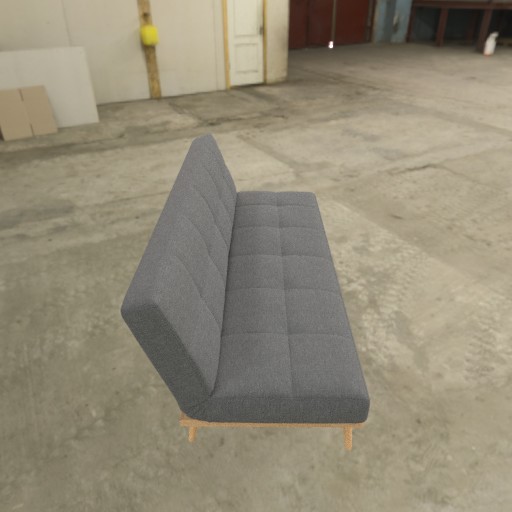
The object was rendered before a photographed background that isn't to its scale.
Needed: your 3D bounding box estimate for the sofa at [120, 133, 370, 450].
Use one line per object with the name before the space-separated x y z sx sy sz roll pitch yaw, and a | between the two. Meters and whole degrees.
sofa | 0.000 0.000 2.267 0.820 0.770 1.820 0 31 0
